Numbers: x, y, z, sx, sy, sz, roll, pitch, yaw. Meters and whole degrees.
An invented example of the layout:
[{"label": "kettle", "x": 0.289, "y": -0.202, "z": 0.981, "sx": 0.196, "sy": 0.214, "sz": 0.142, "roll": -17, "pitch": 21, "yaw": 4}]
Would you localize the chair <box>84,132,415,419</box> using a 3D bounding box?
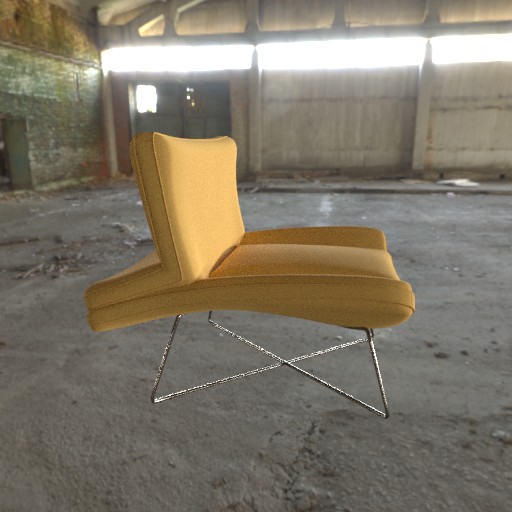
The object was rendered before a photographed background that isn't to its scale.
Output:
[{"label": "chair", "x": 0.000, "y": 0.000, "z": 1.616, "sx": 1.008, "sy": 0.855, "sz": 0.859, "roll": 3, "pitch": 15, "yaw": 10}]
